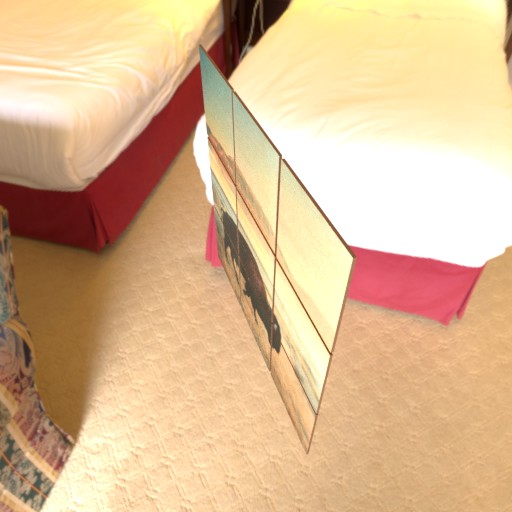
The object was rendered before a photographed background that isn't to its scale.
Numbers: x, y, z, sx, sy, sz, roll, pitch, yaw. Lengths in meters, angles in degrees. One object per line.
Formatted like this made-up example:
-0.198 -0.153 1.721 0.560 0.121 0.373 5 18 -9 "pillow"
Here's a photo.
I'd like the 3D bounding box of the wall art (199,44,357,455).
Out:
0.000 0.000 2.264 0.019 1.532 1.533 -16 49 -14 "wall art"
